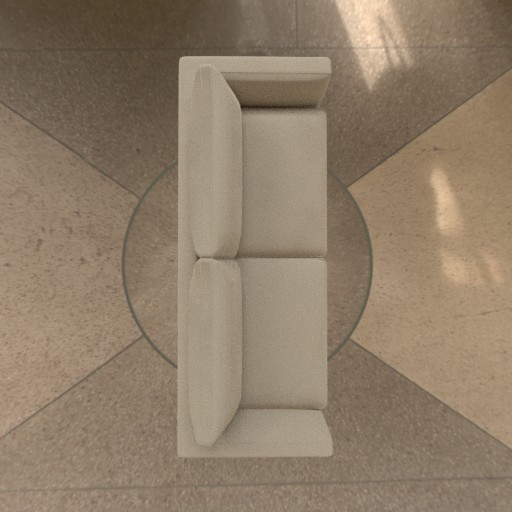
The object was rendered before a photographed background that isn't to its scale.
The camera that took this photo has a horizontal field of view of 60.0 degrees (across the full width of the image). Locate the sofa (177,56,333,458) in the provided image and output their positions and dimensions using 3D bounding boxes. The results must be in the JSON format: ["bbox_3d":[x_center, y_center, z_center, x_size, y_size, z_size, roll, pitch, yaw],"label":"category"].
[{"bbox_3d":[0.000,0.000,2.675,0.868,1.005,2.214,0,89,-1],"label":"sofa"}]
